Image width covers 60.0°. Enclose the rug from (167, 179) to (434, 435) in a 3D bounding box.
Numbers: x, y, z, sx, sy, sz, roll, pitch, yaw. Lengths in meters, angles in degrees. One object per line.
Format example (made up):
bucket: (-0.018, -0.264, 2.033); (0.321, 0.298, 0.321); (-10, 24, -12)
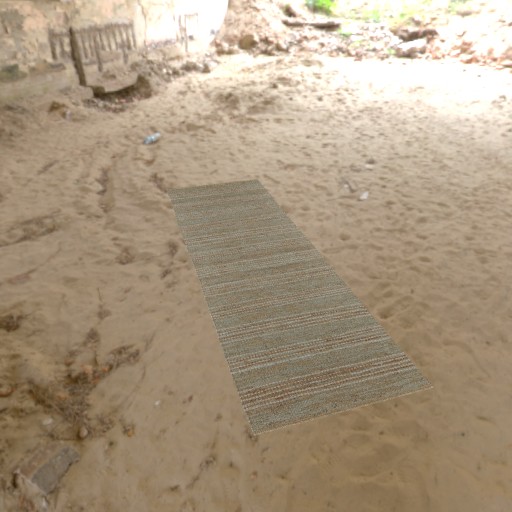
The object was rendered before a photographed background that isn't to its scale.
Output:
rug: (0.000, 0.000, 2.726); (0.783, 0.006, 2.438); (-9, 32, -15)
